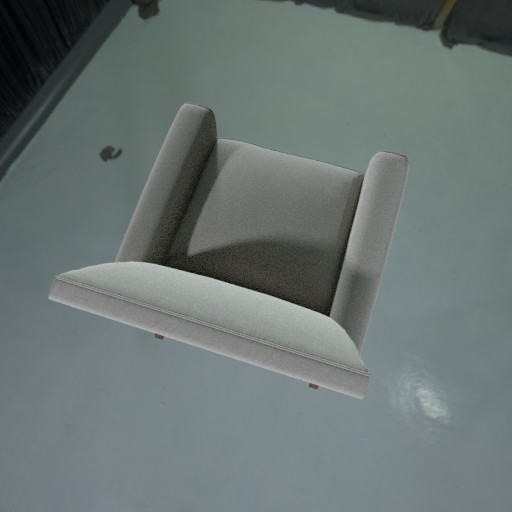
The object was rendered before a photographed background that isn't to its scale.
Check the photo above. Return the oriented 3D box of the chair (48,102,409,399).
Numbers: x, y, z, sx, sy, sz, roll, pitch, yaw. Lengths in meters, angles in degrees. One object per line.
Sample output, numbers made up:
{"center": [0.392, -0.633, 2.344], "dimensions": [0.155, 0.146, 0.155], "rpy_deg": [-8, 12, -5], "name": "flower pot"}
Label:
{"center": [0.000, 0.000, 1.541], "dimensions": [0.840, 0.846, 0.871], "rpy_deg": [16, 66, 7], "name": "chair"}
